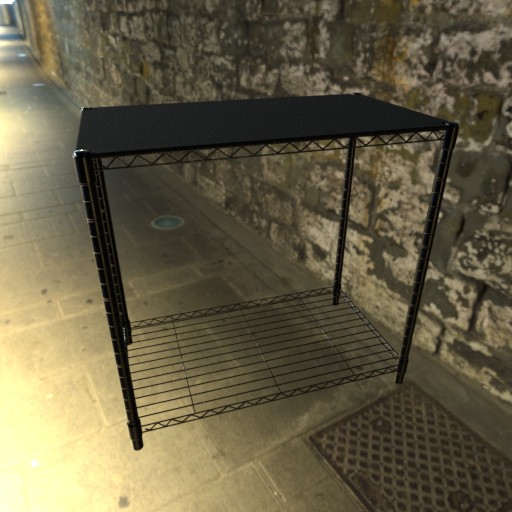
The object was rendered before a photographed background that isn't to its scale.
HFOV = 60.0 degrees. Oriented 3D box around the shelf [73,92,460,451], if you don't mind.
[{"bbox_3d":[0.000,0.000,0.907,0.589,0.564,0.338,-9,30,-15],"label":"shelf"}]
